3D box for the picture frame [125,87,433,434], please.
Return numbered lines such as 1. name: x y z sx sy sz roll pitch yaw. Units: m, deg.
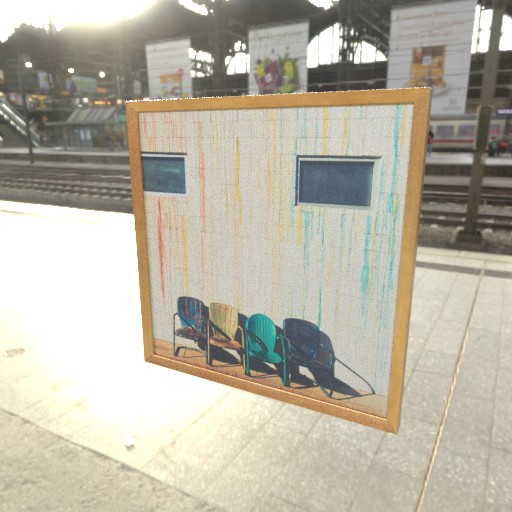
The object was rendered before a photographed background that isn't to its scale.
1. picture frame: 0.000 0.000 1.117 0.758 0.761 0.037 8 17 26
